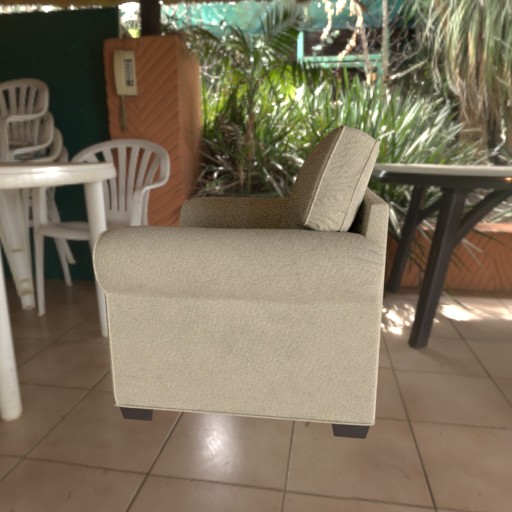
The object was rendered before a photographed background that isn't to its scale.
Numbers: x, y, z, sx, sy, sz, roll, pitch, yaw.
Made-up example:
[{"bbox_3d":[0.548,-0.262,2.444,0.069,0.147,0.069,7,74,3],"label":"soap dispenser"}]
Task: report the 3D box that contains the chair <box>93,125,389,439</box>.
[{"bbox_3d":[0.000,0.000,1.905,0.939,1.044,1.147,2,14,8],"label":"chair"}]
